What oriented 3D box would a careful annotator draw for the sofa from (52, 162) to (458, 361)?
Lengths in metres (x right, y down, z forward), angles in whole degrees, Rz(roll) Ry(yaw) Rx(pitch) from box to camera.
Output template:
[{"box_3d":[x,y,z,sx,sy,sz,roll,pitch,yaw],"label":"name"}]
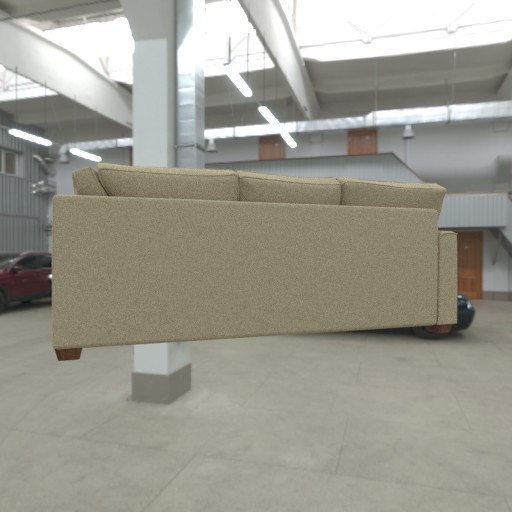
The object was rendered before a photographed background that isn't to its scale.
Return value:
[{"box_3d":[0.000,0.000,2.872,2.317,0.962,1.061,0,0,-19],"label":"sofa"}]
